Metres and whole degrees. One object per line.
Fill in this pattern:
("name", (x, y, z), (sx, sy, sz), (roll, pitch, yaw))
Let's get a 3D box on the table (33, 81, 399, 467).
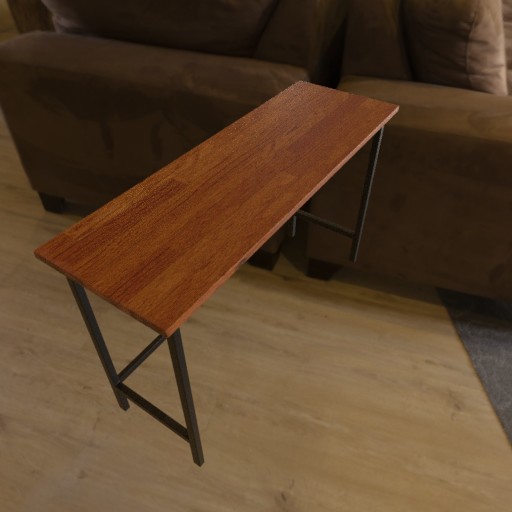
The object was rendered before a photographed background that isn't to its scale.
("table", (0.000, 0.000, 1.536), (0.408, 0.740, 1.204), (25, 48, 24))
